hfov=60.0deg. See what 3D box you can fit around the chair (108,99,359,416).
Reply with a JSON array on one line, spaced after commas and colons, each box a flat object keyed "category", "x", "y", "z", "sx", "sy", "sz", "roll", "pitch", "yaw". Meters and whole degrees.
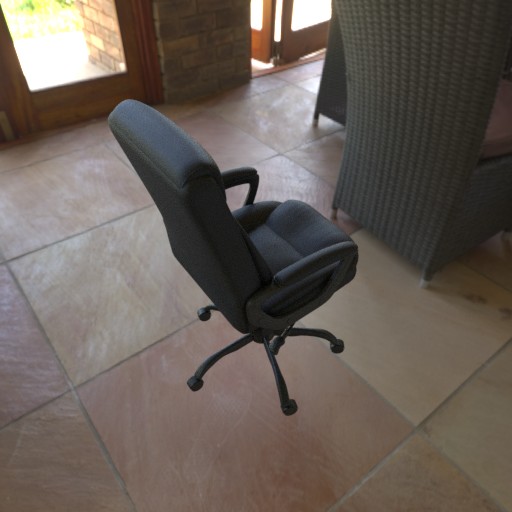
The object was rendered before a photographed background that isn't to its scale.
[{"category": "chair", "x": 0.000, "y": 0.000, "z": 1.480, "sx": 0.655, "sy": 1.072, "sz": 0.615, "roll": -25, "pitch": 47, "yaw": -25}]
